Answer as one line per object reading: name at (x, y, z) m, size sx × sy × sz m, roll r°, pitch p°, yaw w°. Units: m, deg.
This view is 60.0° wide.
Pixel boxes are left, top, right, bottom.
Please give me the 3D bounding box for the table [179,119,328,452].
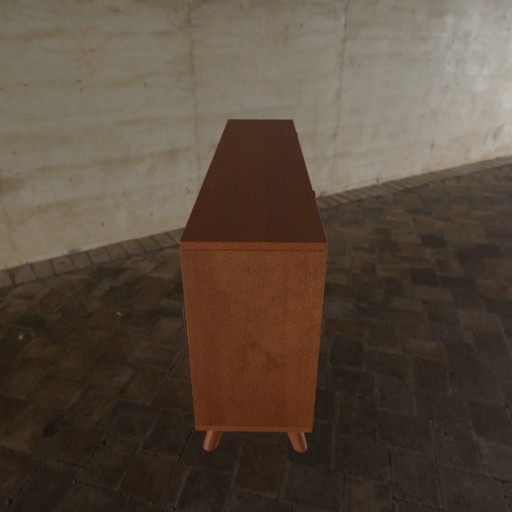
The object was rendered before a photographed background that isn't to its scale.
table at (0.000, 0.000, 1.536) m, size 0.308 × 0.698 × 1.220 m, roll 1°, pitch 28°, yaw 1°
